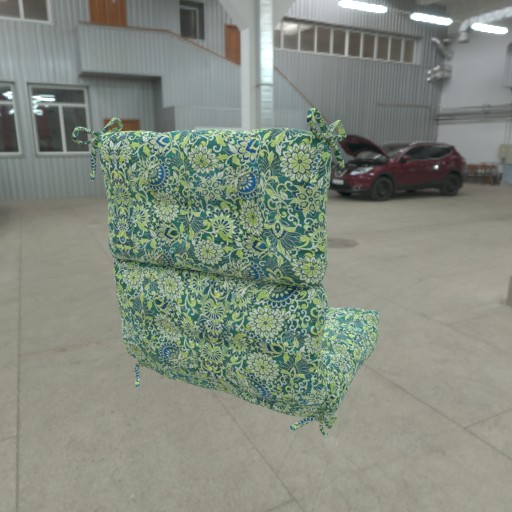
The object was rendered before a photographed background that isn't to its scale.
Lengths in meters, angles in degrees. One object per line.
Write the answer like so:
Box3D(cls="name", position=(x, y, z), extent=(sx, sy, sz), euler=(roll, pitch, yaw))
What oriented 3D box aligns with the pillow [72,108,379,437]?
Box3D(cls="pillow", position=(0.000, 0.000, 1.023), extent=(0.519, 0.605, 0.571), euler=(7, 16, 27))
